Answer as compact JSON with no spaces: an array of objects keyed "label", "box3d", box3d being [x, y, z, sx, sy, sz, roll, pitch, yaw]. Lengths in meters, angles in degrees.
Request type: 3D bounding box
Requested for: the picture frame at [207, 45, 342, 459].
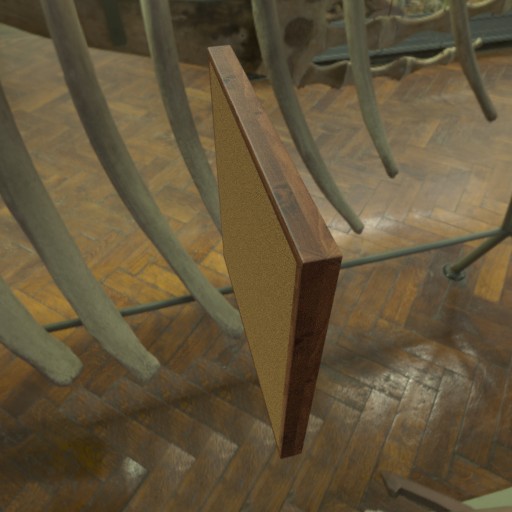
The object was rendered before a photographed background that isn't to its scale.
[{"label":"picture frame","box3d":[0.000,0.000,0.531,0.028,0.356,0.352,-10,48,-10]}]
